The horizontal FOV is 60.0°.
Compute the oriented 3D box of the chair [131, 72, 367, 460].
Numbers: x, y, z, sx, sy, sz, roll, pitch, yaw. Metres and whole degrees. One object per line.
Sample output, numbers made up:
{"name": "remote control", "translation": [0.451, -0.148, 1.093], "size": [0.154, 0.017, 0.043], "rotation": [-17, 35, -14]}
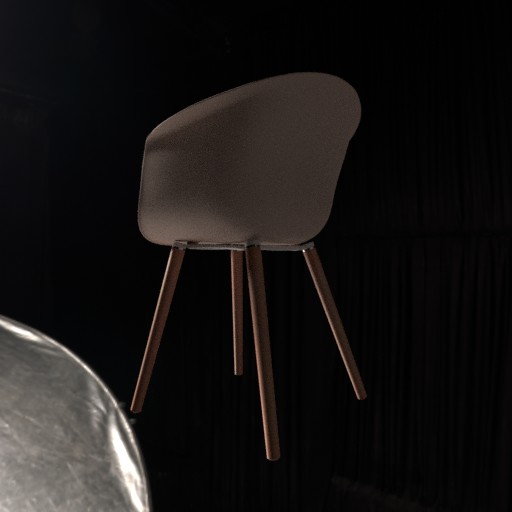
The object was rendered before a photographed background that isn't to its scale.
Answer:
{"name": "chair", "translation": [0.000, 0.000, 1.142], "size": [0.504, 0.781, 0.593], "rotation": [0, 1, 36]}
